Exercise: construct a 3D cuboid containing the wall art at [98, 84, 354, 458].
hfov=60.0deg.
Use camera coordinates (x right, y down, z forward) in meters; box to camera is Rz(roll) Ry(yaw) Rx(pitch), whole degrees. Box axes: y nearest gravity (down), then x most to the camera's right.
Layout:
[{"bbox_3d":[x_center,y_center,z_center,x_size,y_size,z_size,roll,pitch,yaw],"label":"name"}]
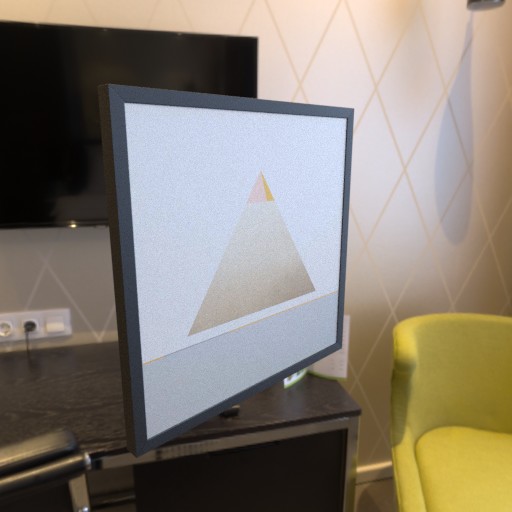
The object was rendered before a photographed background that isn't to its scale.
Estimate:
[{"bbox_3d":[0.000,0.000,1.148,0.769,0.766,0.042,-13,19,-43],"label":"wall art"}]
